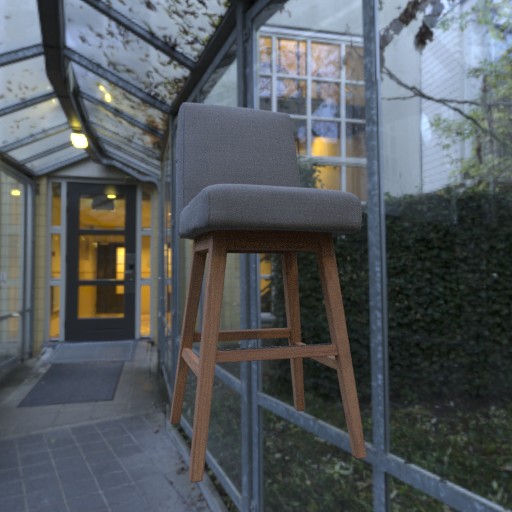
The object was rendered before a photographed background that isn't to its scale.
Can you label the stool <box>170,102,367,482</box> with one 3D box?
[{"bbox_3d":[0.000,0.000,1.388,0.483,1.112,0.570,1,-2,-17],"label":"stool"}]
